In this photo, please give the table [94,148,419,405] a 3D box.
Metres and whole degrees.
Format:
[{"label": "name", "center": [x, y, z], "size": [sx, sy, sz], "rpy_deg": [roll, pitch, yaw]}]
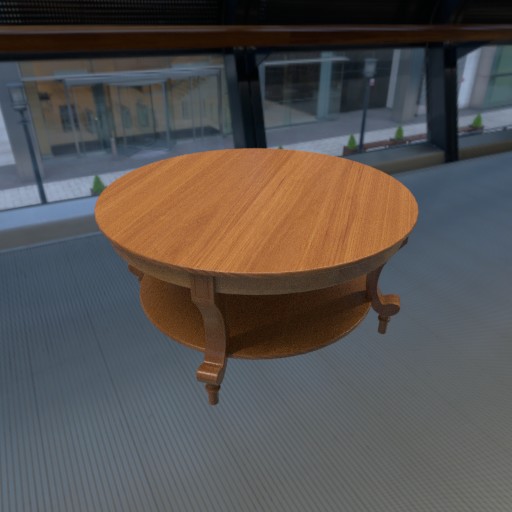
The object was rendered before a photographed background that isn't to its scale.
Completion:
[{"label": "table", "center": [0.000, 0.000, 1.588], "size": [1.029, 0.490, 1.029], "rpy_deg": [0, 30, 0]}]
